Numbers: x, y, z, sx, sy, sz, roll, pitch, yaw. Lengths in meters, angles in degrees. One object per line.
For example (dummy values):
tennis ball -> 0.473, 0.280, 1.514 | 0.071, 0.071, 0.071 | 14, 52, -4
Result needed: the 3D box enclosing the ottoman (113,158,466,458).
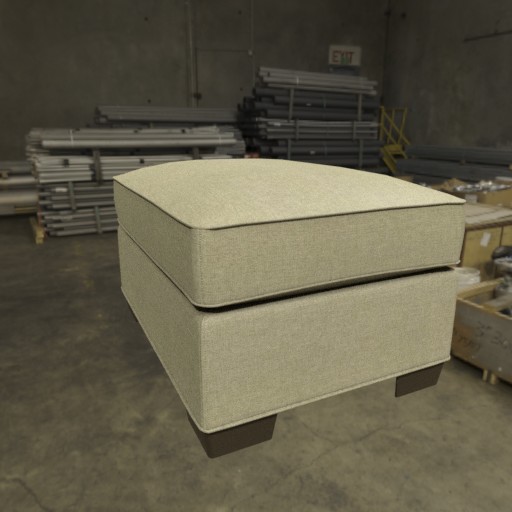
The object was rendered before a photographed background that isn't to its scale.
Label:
ottoman -> 0.000, 0.000, 1.216 | 0.619, 0.504, 0.843 | -8, 18, -25
